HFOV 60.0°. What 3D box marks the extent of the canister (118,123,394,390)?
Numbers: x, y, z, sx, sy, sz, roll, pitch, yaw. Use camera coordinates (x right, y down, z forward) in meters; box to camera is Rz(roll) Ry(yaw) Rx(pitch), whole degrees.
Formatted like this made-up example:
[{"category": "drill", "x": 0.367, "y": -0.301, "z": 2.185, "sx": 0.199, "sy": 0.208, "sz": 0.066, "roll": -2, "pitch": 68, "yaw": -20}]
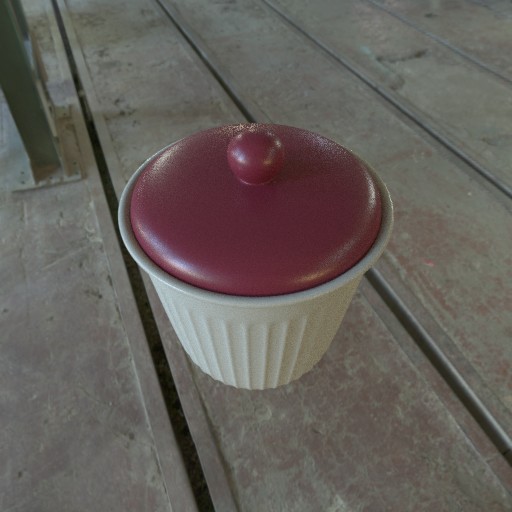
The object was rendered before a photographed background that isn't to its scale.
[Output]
[{"category": "canister", "x": 0.000, "y": 0.000, "z": 0.340, "sx": 0.181, "sy": 0.211, "sz": 0.181, "roll": 0, "pitch": 47, "yaw": 0}]
